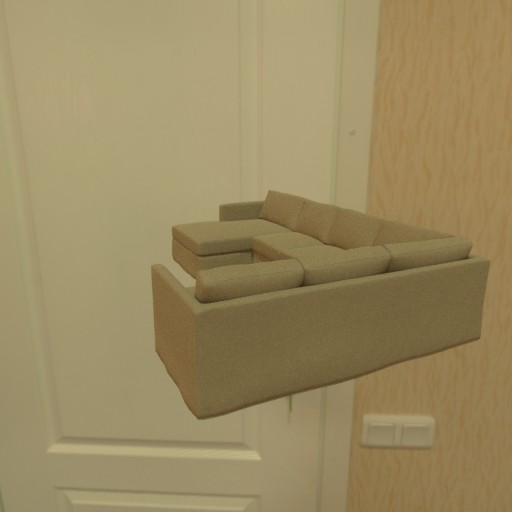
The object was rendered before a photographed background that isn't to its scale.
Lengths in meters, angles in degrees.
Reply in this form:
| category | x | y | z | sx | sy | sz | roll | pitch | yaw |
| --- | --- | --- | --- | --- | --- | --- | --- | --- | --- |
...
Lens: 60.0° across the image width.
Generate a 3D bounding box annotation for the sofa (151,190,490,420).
| category | x | y | z | sx | sy | sz | roll | pitch | yaw |
| --- | --- | --- | --- | --- | --- | --- | --- | --- | --- |
| sofa | 0.000 | 0.000 | 4.499 | 2.476 | 0.878 | 3.528 | -7 | 17 | -25 |
